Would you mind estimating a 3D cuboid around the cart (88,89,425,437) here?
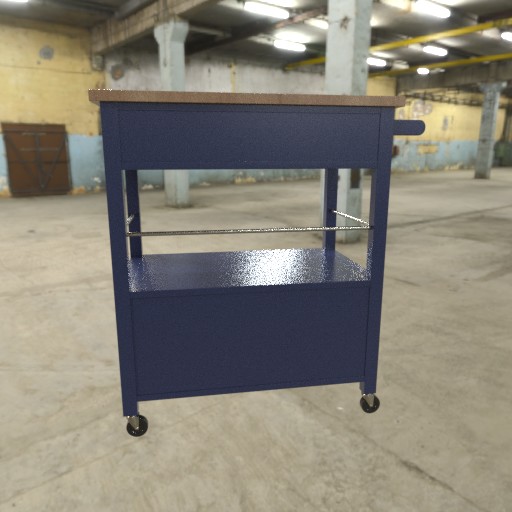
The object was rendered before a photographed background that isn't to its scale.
[{"bbox_3d":[0.000,0.000,1.379,0.840,0.901,0.459,-2,13,-9],"label":"cart"}]
